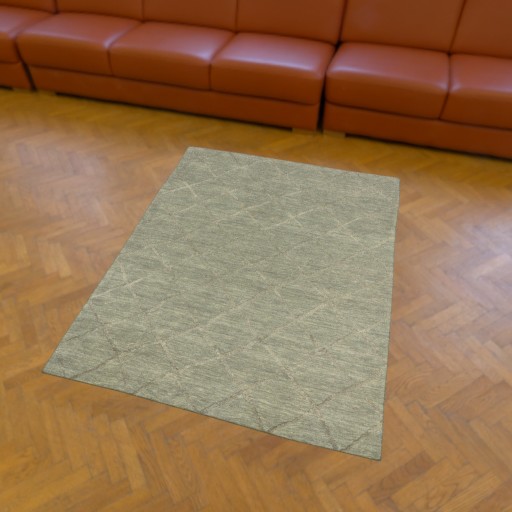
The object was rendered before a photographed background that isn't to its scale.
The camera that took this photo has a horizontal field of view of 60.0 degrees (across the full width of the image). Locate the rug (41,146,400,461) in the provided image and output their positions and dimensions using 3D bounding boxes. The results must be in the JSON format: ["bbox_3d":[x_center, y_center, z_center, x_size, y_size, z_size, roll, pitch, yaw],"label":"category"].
[{"bbox_3d":[0.000,0.000,3.990,2.438,0.013,3.048,11,48,10],"label":"rug"}]
